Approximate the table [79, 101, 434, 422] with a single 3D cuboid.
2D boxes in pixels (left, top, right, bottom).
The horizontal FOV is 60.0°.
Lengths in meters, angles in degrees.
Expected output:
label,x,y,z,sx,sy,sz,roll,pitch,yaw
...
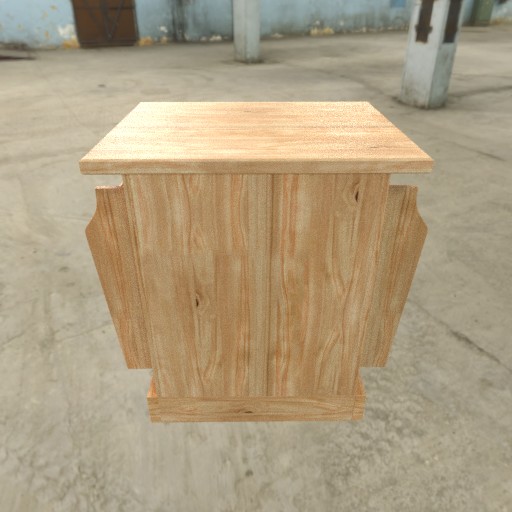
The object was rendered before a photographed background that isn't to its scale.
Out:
label,x,y,z,sx,sy,sz,roll,pitch,yaw
table,0.000,0.000,0.878,0.530,0.515,0.380,0,30,-1
